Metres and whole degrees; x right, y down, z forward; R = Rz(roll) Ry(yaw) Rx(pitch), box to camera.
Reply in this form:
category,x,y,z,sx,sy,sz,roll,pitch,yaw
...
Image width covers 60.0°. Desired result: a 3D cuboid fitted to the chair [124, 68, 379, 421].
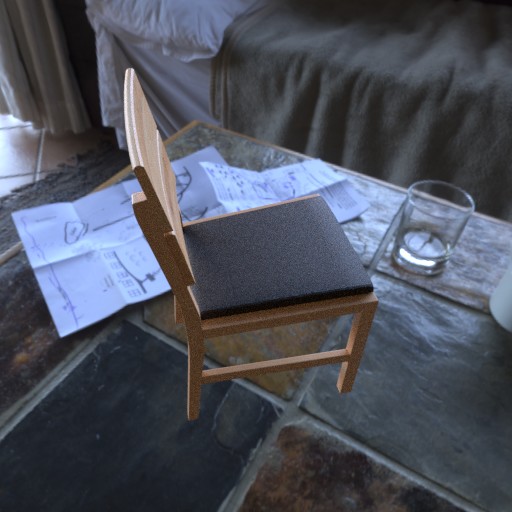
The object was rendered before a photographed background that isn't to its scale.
category,x,y,z,sx,sy,sz,roll,pitch,yaw
chair,0.000,0.000,1.269,0.560,0.950,0.475,-10,46,-9
